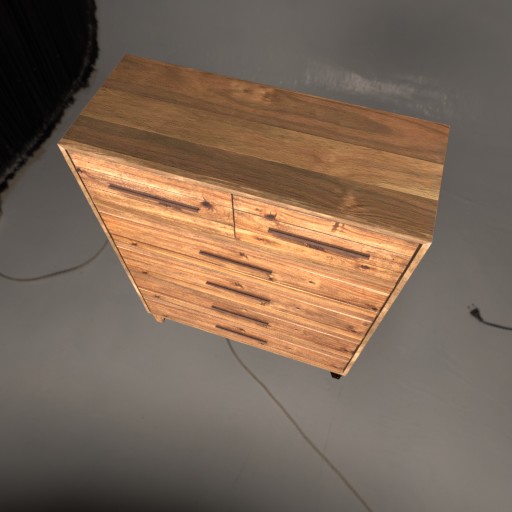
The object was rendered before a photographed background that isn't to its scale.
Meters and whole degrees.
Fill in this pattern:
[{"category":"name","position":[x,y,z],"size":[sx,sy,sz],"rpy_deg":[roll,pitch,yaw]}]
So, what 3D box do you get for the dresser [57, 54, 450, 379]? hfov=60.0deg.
[{"category":"dresser","position":[0.000,0.000,1.889],"size":[1.062,1.393,0.442],"rpy_deg":[16,61,9]}]
